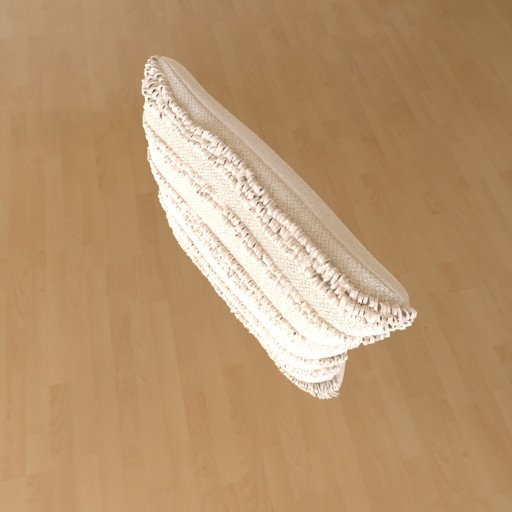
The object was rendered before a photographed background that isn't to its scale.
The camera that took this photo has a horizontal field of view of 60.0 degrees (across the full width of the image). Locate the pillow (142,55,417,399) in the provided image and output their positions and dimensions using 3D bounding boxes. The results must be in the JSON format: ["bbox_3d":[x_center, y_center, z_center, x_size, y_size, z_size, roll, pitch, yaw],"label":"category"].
[{"bbox_3d":[0.000,0.000,0.649,0.145,0.427,0.437,-35,69,-16],"label":"pillow"}]
